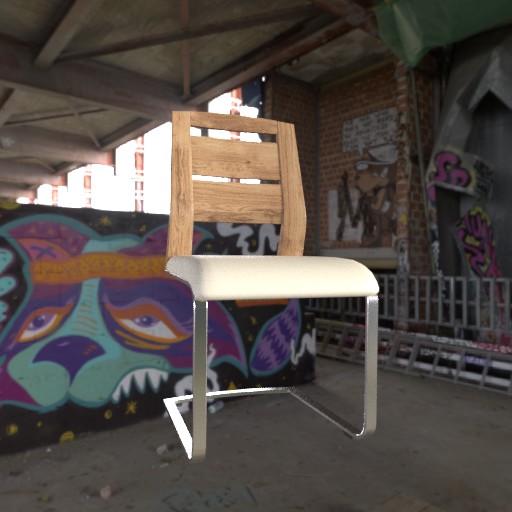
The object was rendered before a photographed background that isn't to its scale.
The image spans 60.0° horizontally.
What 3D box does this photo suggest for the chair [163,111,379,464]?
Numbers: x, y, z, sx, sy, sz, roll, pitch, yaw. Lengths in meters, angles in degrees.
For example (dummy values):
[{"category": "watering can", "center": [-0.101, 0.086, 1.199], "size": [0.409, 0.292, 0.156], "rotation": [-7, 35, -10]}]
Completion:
[{"category": "chair", "center": [0.000, 0.000, 1.257], "size": [0.457, 0.955, 0.561], "rotation": [0, -1, -19]}]
